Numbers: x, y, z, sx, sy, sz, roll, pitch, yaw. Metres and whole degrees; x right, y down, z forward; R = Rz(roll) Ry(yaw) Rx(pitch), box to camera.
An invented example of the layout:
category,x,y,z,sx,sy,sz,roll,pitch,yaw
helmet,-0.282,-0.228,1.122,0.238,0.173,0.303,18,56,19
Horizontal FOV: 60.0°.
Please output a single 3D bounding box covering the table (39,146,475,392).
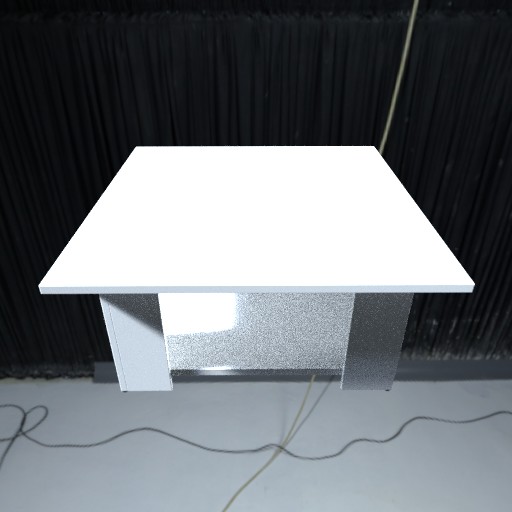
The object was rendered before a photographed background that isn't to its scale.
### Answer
category,x,y,z,sx,sy,sz,roll,pitch,yaw
table,0.000,0.000,1.047,0.670,0.305,0.670,0,32,0
